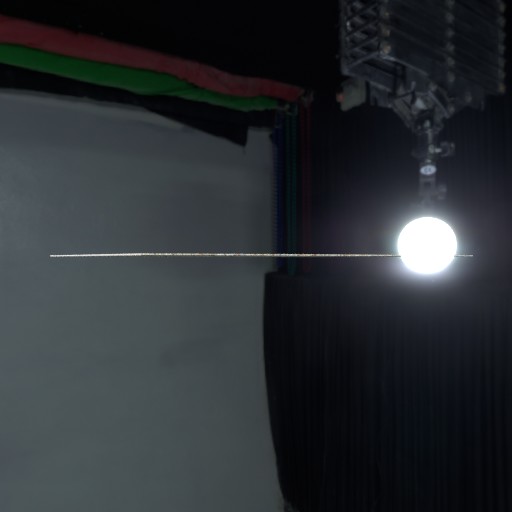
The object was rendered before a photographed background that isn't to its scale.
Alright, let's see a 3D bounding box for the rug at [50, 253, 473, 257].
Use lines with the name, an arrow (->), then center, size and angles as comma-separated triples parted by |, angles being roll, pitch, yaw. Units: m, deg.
rug -> 0.000, 0.000, 3.893 | 2.939, 0.009, 2.313 | 0, 0, -35
